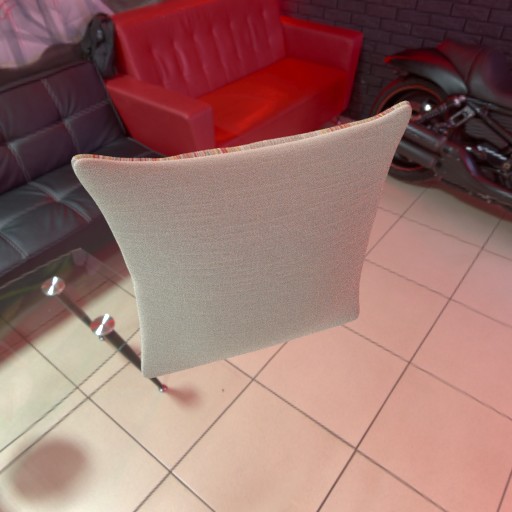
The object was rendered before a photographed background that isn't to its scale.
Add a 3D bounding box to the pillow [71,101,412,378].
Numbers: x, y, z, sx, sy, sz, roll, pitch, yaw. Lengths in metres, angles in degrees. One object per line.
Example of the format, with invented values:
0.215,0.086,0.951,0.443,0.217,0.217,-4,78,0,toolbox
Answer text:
0.000,0.000,0.708,0.451,0.449,0.191,-13,43,-14,pillow
